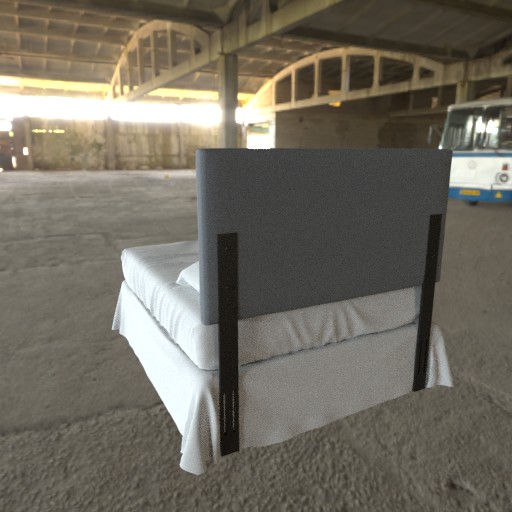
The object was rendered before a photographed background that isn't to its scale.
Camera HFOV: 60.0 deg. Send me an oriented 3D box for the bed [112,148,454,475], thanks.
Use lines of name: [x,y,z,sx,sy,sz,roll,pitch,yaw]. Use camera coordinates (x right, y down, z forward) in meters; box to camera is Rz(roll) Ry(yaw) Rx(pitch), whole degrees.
bed: [0.000,0.000,3.363,1.936,1.577,2.222,-7,15,-27]
